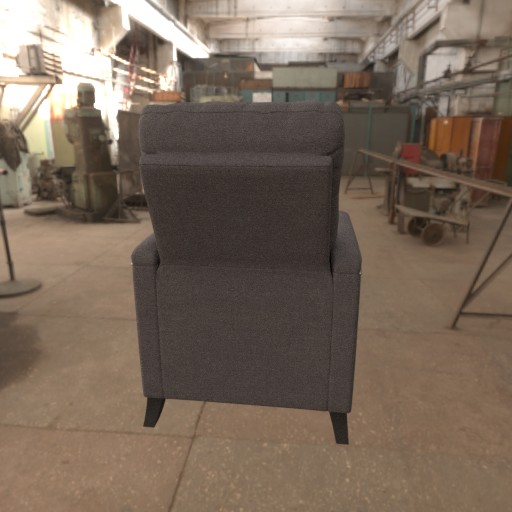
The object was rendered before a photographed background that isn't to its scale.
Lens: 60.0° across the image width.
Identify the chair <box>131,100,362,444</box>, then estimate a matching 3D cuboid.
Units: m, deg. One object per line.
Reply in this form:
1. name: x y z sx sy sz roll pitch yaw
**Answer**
1. chair: 0.000 0.000 1.638 0.710 1.049 0.922 2 16 7
